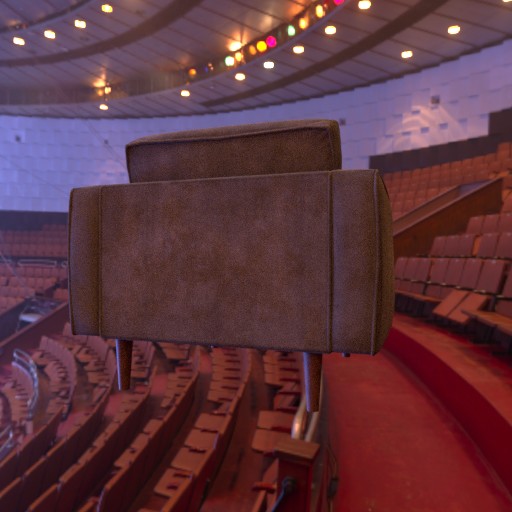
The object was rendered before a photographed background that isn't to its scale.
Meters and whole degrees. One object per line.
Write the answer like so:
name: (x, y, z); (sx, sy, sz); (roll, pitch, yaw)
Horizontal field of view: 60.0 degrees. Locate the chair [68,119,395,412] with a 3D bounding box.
chair: (0.000, 0.000, 1.548); (0.928, 0.773, 0.843); (0, 0, 19)
